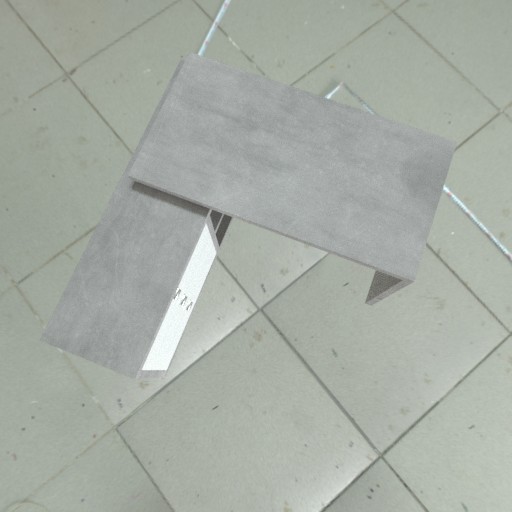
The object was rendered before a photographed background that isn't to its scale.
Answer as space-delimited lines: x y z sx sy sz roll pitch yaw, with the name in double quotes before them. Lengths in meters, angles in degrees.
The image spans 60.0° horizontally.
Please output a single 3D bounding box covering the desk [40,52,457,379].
"desk" 0.000 0.000 2.283 1.400 0.740 1.500 21 77 5
